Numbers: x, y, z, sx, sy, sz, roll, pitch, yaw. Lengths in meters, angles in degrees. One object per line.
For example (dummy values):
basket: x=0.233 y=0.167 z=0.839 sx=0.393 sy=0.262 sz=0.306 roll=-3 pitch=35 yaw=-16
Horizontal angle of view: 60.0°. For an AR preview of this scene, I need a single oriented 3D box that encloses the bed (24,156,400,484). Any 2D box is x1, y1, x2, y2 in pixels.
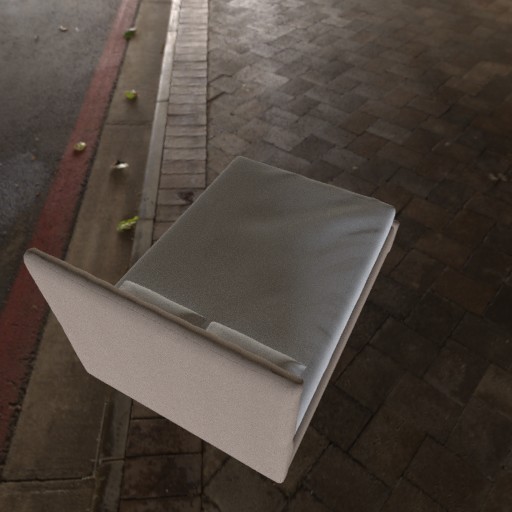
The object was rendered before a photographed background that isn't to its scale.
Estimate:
bed: x=0.000 y=0.000 z=3.377 sx=1.698 sy=1.427 sz=2.387 roll=22 pitch=52 yaw=19
